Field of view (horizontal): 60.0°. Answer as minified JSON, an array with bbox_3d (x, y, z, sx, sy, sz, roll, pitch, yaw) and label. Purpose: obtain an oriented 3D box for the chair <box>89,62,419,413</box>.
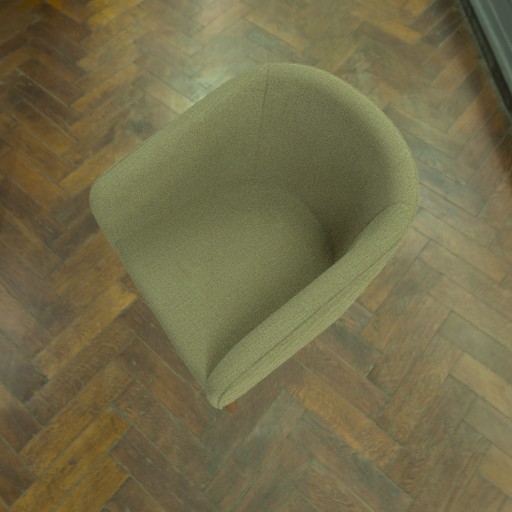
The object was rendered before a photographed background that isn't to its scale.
[{"bbox_3d":[0.000,0.000,1.201,0.616,0.775,0.584,-32,67,-15],"label":"chair"}]
